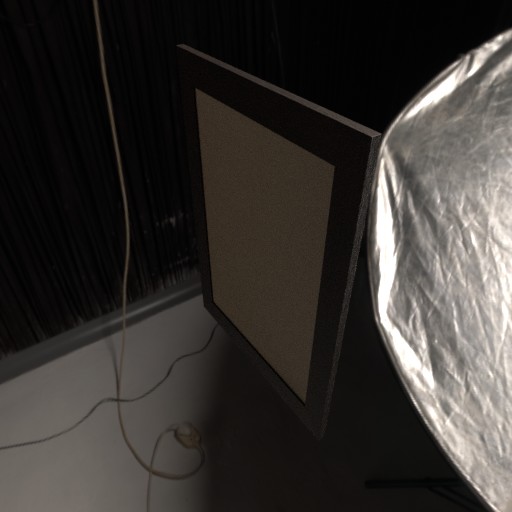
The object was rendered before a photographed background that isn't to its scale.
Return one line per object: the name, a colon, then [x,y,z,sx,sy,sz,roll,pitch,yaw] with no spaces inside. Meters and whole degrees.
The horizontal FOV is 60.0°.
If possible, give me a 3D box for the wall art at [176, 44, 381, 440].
wall art: [0.000,0.000,0.654,0.013,0.508,0.359,-24,45,-27]
